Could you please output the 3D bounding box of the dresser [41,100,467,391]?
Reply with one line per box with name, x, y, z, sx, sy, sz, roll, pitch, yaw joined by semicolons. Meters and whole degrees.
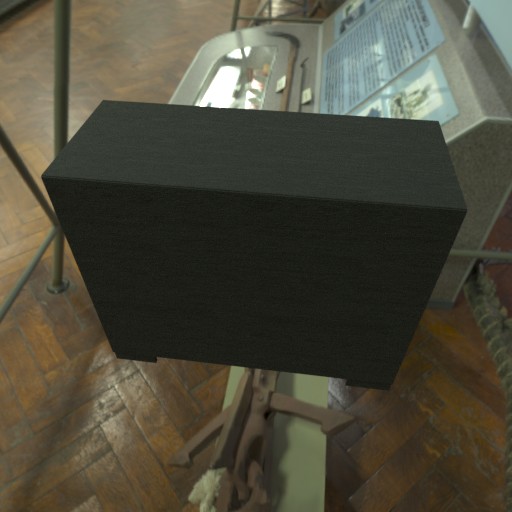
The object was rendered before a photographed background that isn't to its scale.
dresser;0.000;0.000;1.451;0.994;0.816;0.404;5;45;5
